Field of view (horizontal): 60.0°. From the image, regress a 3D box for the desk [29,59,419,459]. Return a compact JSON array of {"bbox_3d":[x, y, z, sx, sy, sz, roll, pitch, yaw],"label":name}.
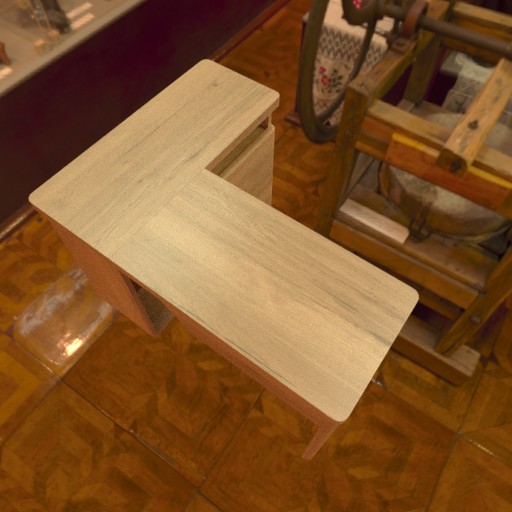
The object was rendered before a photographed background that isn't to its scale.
[{"bbox_3d":[0.000,0.000,1.747,1.169,0.760,0.900,32,64,18],"label":"desk"}]
